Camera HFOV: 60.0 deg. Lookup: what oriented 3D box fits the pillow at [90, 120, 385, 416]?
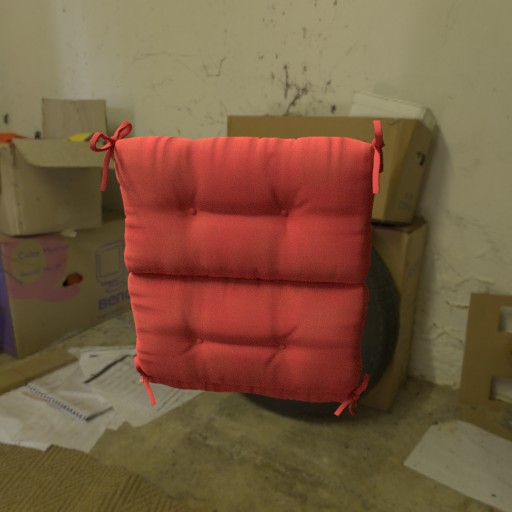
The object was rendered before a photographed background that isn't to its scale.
[{"bbox_3d":[0.000,0.000,1.044,0.519,0.605,0.571,2,16,8],"label":"pillow"}]
